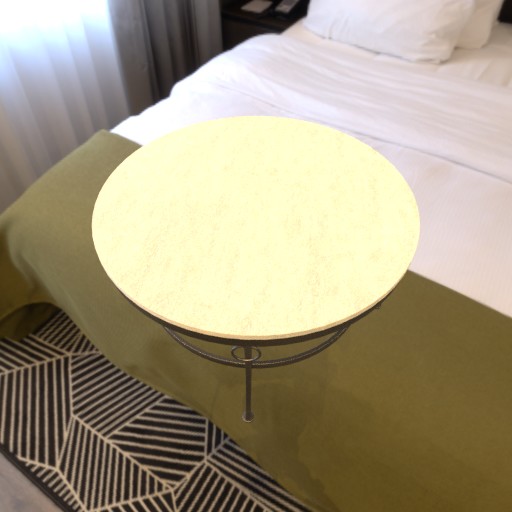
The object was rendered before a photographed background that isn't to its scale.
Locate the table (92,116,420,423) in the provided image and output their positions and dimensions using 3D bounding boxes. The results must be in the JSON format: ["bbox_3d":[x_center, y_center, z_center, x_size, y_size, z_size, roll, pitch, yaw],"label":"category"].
[{"bbox_3d":[0.000,0.000,1.410,0.889,0.470,0.889,0,47,0],"label":"table"}]
